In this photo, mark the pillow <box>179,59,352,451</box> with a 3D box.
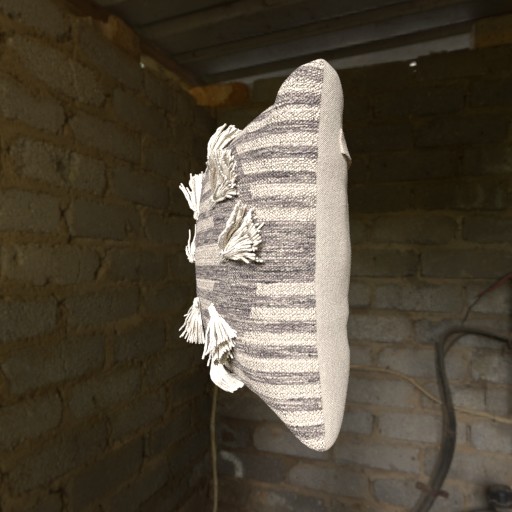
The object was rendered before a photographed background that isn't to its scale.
[{"bbox_3d":[0.000,0.000,0.769,0.234,0.490,0.484,0,-1,-18],"label":"pillow"}]
